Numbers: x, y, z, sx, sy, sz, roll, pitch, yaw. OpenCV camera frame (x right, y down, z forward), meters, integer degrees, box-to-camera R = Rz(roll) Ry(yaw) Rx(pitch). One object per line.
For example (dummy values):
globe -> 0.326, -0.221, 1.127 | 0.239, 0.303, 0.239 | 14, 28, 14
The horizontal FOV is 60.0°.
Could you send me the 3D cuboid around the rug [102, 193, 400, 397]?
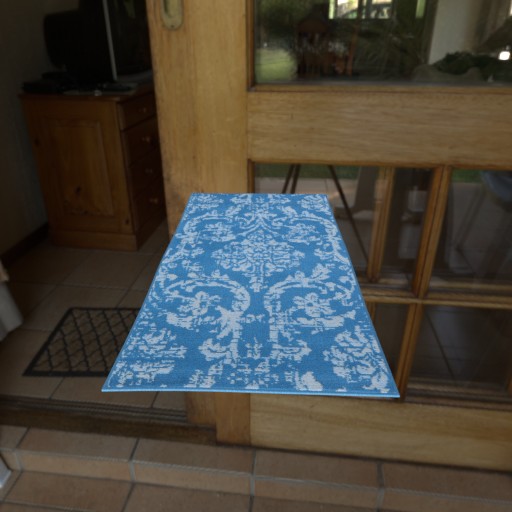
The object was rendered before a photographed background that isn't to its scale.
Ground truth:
rug -> 0.000, 0.000, 1.435 | 0.604, 0.007, 1.219 | 1, 27, 1
